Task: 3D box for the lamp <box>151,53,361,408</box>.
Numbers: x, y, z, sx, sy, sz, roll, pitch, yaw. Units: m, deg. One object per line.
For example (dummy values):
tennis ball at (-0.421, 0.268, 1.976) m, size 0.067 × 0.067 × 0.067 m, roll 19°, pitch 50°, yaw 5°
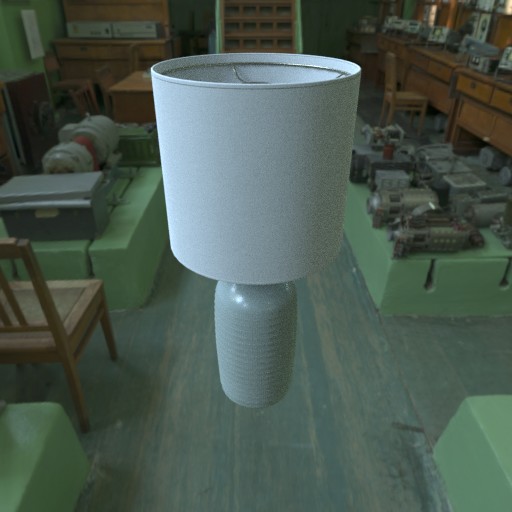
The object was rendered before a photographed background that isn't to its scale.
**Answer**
lamp at (0.000, 0.000, 0.596) m, size 0.220 × 0.475 × 0.220 m, roll -1°, pitch 31°, yaw -2°
